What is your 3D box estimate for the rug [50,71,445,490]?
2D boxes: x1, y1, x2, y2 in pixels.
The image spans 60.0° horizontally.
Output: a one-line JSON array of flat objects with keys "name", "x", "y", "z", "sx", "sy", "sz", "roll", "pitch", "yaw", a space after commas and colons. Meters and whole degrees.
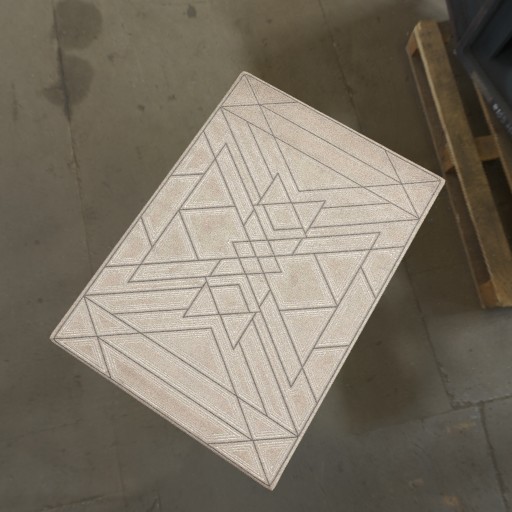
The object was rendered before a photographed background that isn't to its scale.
[{"name": "rug", "x": 0.000, "y": 0.000, "z": 4.297, "sx": 2.436, "sy": 0.026, "sz": 3.381, "roll": 31, "pitch": 78, "yaw": 7}]
